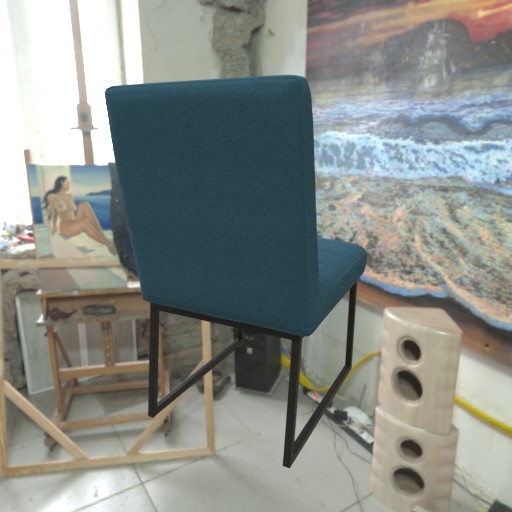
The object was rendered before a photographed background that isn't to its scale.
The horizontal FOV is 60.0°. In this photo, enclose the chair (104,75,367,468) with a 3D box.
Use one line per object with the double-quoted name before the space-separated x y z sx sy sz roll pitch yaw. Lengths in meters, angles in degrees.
"chair" 0.000 0.000 1.316 0.520 0.930 0.634 8 18 27
